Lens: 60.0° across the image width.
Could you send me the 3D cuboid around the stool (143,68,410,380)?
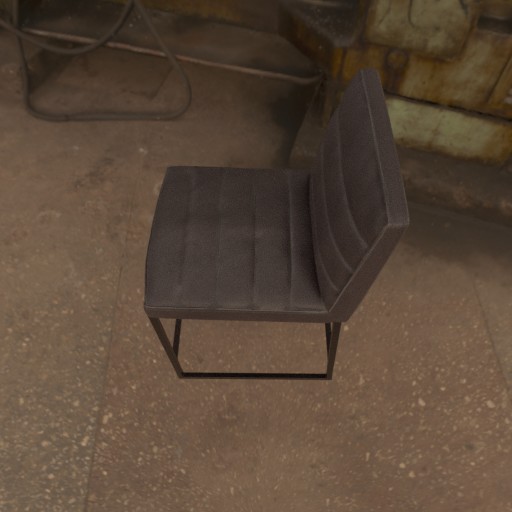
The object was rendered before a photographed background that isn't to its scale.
[{"bbox_3d":[0.000,0.000,1.276,0.562,0.946,0.463,0,58,0],"label":"stool"}]
